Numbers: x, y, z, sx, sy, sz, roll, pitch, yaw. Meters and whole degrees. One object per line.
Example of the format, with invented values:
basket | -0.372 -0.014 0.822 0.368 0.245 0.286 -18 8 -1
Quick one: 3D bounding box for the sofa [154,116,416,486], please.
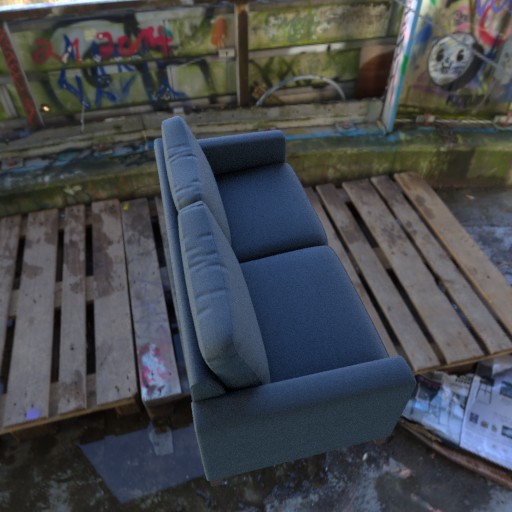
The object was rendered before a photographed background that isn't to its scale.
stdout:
sofa | 0.000 0.000 2.350 0.877 0.865 1.900 -10 47 -9
